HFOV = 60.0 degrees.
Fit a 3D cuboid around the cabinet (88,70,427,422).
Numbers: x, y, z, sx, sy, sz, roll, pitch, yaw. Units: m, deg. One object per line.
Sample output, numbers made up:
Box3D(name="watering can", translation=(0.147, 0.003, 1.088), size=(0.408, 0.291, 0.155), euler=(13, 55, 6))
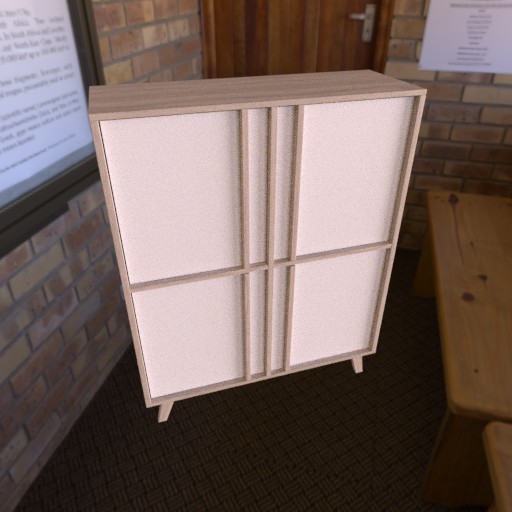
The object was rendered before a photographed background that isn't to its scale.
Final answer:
Box3D(name="cabinet", translation=(0.000, 0.000, 1.916), size=(1.111, 1.388, 0.398), euler=(-9, 33, -15))
